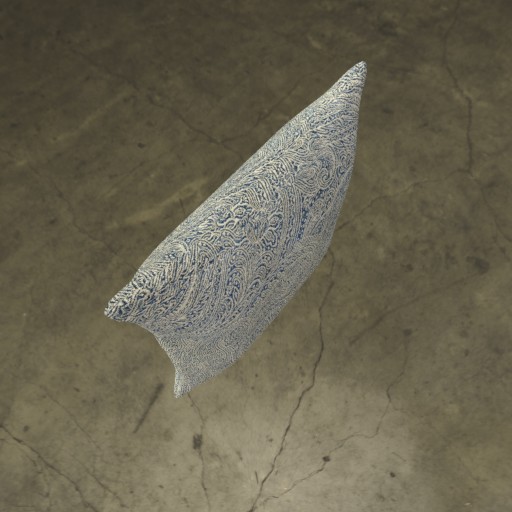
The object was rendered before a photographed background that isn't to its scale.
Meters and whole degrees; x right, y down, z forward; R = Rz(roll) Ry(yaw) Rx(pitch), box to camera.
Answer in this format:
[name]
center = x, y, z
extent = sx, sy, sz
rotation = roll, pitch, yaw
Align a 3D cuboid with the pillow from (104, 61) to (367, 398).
[pillow]
center = 0.000, 0.000, 0.792
extent = 0.166, 0.510, 0.523
rotation = 35, 67, 17
